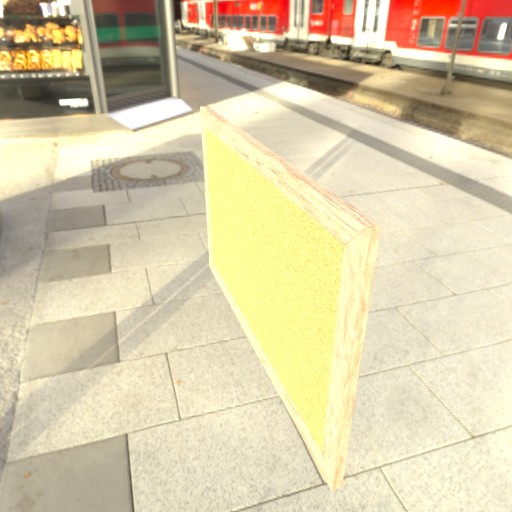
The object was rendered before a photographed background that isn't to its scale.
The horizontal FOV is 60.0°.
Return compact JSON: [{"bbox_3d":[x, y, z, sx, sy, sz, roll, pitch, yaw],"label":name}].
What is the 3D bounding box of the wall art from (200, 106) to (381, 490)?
[{"bbox_3d":[0.000,0.000,0.941,0.021,0.480,0.780,-10,30,-18],"label":"wall art"}]
